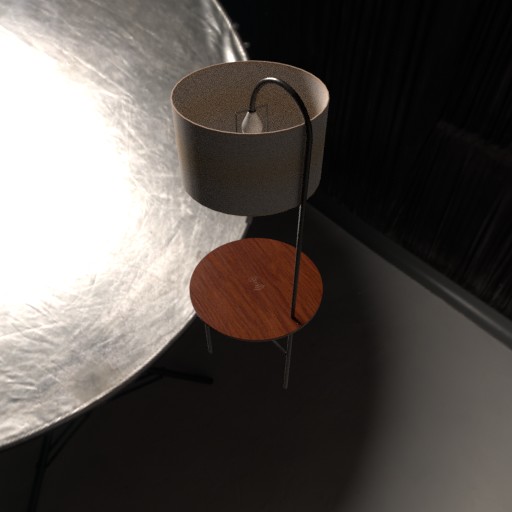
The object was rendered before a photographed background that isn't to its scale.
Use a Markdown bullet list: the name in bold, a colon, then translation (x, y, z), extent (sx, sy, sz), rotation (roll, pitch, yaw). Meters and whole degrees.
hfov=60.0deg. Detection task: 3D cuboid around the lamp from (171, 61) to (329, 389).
- **lamp**: translation (0.000, 0.000, 1.789), extent (0.573, 1.517, 0.573), rotation (0, 46, 0)
